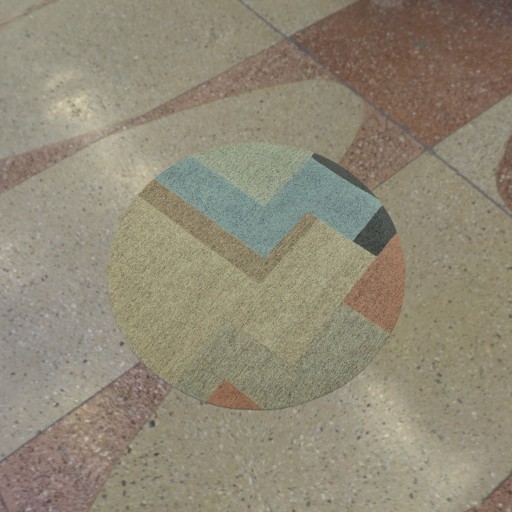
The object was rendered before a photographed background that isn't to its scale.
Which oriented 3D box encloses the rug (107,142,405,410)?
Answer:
[{"bbox_3d":[0.000,0.000,3.693,2.461,0.033,2.461,0,62,0],"label":"rug"}]
